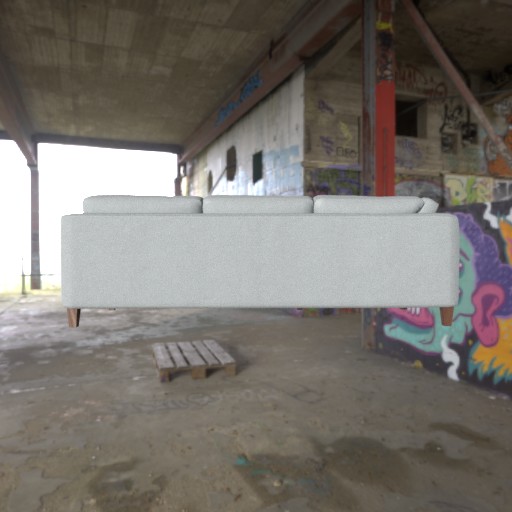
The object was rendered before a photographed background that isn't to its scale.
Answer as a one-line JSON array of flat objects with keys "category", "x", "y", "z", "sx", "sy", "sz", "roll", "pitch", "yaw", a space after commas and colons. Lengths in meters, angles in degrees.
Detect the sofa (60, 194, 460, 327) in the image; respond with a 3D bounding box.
[{"category": "sofa", "x": 0.000, "y": 0.000, "z": 4.367, "sx": 2.551, "sy": 0.853, "sz": 3.238, "roll": 0, "pitch": 1, "yaw": -1}]
